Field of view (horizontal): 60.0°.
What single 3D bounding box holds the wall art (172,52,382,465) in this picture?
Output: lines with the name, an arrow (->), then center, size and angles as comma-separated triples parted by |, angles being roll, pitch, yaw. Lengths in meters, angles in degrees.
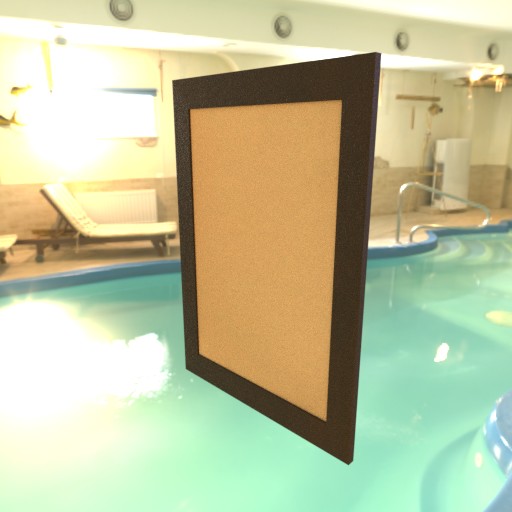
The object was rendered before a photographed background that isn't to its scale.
wall art -> 0.000, 0.000, 0.649 | 0.359, 0.508, 0.013 | 15, 21, 43
